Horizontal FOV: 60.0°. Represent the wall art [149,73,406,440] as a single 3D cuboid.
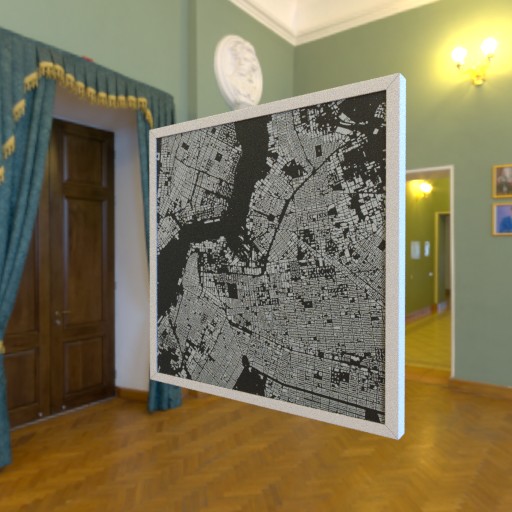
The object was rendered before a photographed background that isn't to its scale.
[{"bbox_3d":[0.000,0.000,1.157,0.761,0.762,0.050,1,1,35],"label":"wall art"}]
